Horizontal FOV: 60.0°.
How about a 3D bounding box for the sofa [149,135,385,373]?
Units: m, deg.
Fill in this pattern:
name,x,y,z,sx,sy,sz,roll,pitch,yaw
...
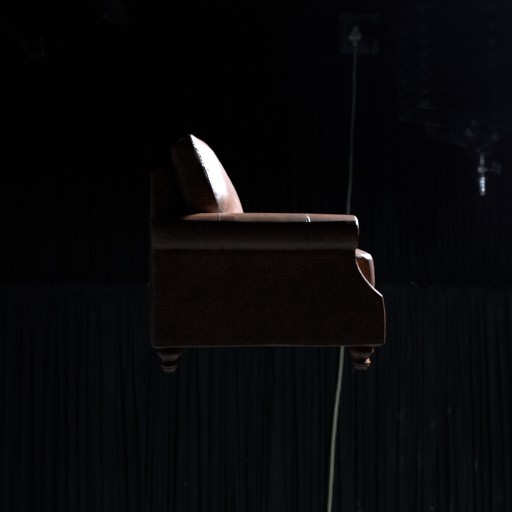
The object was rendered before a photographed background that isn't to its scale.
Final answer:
name,x,y,z,sx,sy,sz,roll,pitch,yaw
sofa,0.000,0.000,2.864,0.973,0.977,2.351,0,-1,-3
